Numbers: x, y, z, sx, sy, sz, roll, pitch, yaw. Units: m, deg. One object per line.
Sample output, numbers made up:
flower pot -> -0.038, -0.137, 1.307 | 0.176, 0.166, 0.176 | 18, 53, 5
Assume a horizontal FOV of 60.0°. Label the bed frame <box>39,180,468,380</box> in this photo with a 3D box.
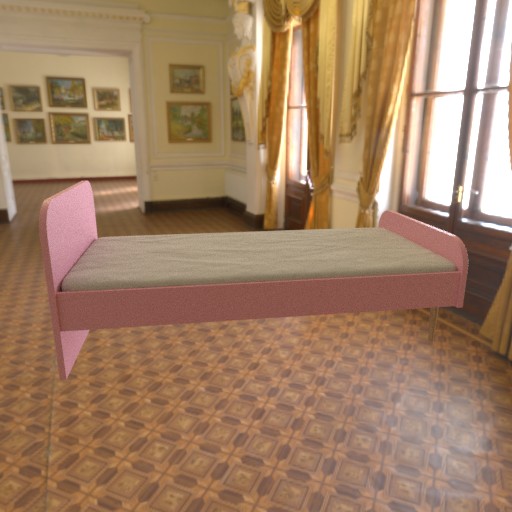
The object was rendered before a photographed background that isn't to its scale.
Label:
bed frame -> 0.000, 0.000, 2.524 | 1.963, 0.805, 0.998 | -2, 16, -9
